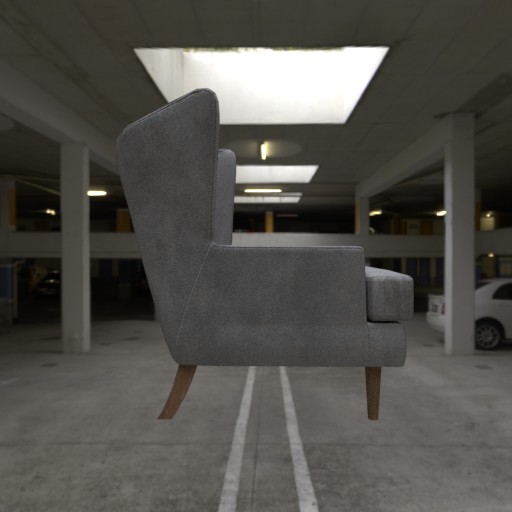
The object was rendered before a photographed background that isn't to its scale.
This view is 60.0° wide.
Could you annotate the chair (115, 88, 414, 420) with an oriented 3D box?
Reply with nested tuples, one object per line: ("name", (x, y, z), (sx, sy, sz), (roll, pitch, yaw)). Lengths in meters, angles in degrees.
("chair", (0.000, 0.000, 1.619), (0.906, 0.950, 0.784), (0, 0, 1))
